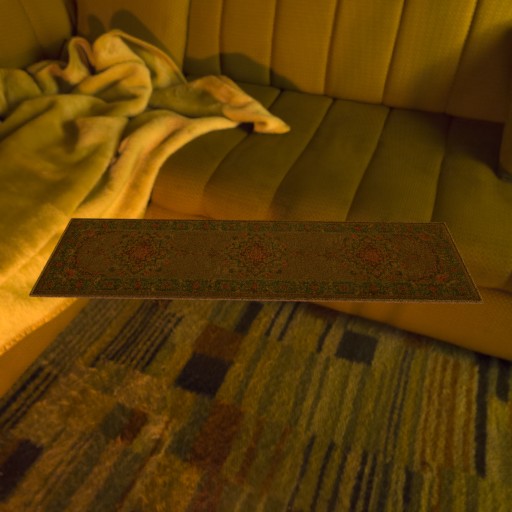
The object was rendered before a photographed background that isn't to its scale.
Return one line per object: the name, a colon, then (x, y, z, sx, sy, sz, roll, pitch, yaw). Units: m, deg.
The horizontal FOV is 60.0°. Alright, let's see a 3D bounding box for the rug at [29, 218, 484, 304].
rug: (0.000, 0.000, 2.473, 2.297, 0.019, 0.659, 1, 42, 1)
